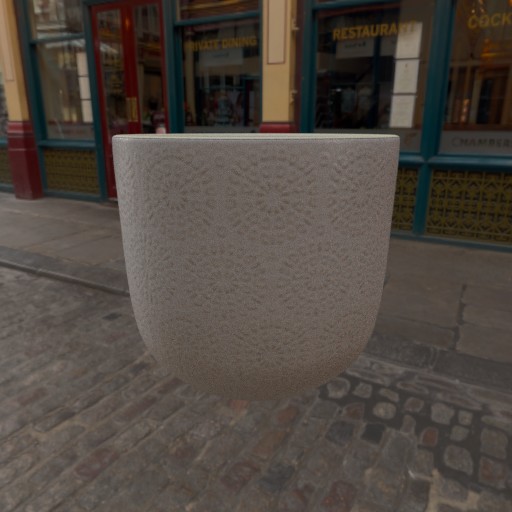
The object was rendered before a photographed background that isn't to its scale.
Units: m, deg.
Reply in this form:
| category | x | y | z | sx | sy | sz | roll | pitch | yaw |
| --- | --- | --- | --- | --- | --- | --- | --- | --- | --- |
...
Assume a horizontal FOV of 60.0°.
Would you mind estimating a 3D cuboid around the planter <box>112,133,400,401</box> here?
| category | x | y | z | sx | sy | sz | roll | pitch | yaw |
| --- | --- | --- | --- | --- | --- | --- | --- | --- | --- |
| planter | 0.000 | 0.000 | 0.360 | 0.208 | 0.190 | 0.208 | 0 | 16 | 0 |
